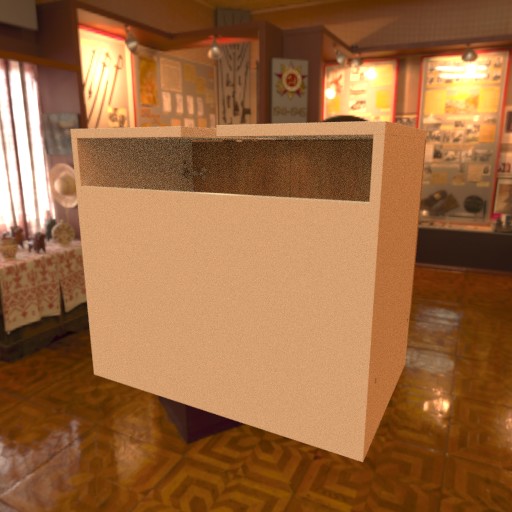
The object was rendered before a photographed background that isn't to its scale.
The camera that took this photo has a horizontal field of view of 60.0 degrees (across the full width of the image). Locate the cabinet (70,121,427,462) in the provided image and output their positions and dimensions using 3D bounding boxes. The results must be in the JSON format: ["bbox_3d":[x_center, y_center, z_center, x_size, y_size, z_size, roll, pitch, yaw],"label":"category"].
[{"bbox_3d":[0.000,0.000,0.953,0.600,0.522,0.400,7,16,27],"label":"cabinet"}]
